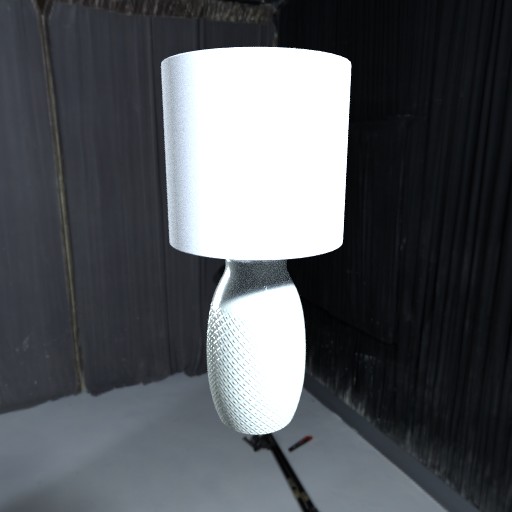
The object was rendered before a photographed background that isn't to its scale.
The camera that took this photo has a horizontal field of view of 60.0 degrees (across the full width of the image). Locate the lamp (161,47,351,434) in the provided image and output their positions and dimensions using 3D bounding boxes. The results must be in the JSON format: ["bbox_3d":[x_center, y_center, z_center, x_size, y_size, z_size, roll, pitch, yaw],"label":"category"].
[{"bbox_3d":[0.000,0.000,0.571,0.217,0.453,0.217,-7,16,-25],"label":"lamp"}]
